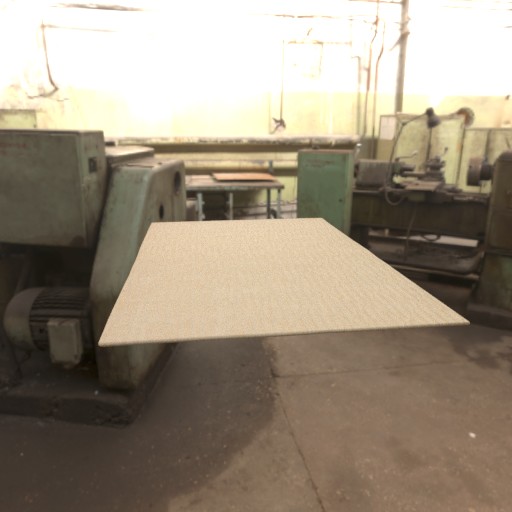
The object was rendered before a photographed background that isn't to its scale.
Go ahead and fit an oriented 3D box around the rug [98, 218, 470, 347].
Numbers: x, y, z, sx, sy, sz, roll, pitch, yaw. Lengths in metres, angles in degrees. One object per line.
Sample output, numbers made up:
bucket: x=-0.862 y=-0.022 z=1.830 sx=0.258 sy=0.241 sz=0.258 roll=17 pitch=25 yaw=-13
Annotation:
rug: x=0.000 y=0.000 z=2.316 sx=1.238 sy=0.014 sz=1.848 roll=-2 pitch=16 yaw=-7
